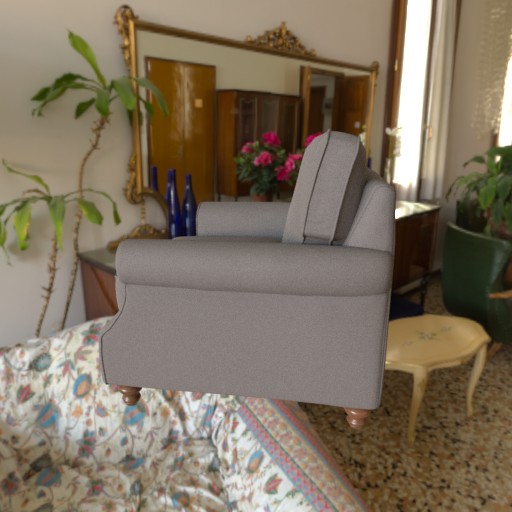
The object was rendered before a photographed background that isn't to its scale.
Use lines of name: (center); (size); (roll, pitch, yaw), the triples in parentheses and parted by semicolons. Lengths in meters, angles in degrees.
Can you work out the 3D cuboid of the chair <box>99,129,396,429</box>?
chair: (0.000, 0.000, 1.781); (0.966, 0.967, 1.029); (2, 15, 9)
